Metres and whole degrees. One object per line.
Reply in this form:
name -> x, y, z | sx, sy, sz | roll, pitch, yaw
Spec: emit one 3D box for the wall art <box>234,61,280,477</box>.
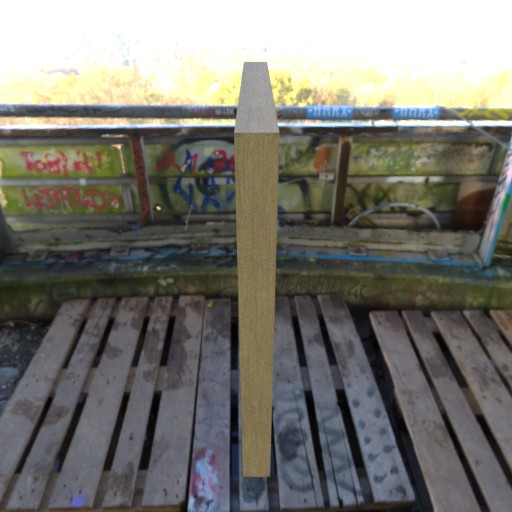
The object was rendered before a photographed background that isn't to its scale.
wall art -> 0.000, 0.000, 0.522 | 0.030, 0.380, 0.312 | 0, 32, 0
